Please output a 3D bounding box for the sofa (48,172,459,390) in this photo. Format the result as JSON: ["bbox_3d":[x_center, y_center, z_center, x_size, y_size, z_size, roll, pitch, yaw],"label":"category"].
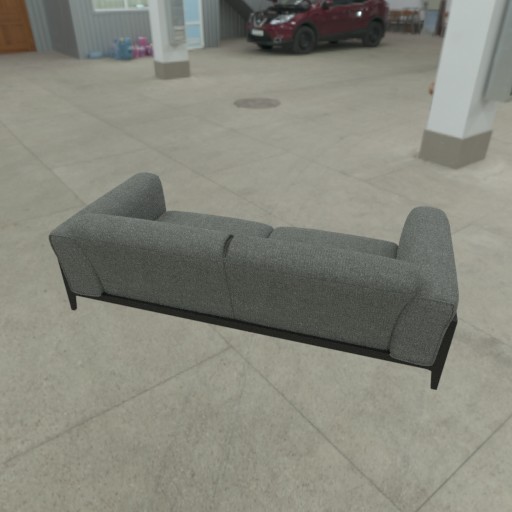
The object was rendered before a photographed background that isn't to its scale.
[{"bbox_3d":[0.000,0.000,2.608,2.125,0.703,0.985,9,33,15],"label":"sofa"}]
